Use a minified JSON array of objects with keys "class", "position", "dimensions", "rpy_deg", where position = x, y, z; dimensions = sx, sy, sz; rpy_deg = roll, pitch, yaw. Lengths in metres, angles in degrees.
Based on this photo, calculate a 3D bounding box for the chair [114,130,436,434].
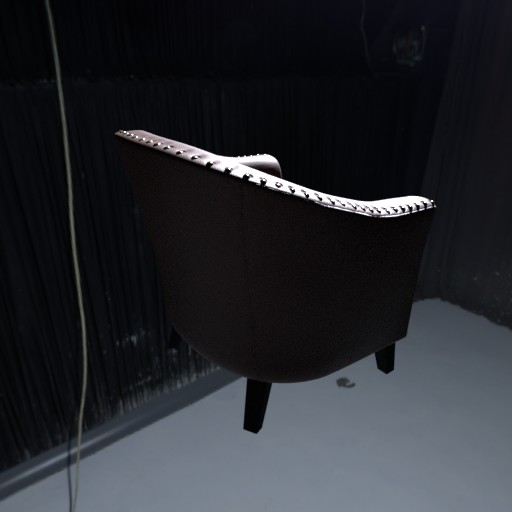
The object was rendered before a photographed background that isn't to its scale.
[{"class":"chair","position":[0.000,0.000,1.427],"dimensions":[0.748,0.823,0.794],"rpy_deg":[-17,30,-33]}]
